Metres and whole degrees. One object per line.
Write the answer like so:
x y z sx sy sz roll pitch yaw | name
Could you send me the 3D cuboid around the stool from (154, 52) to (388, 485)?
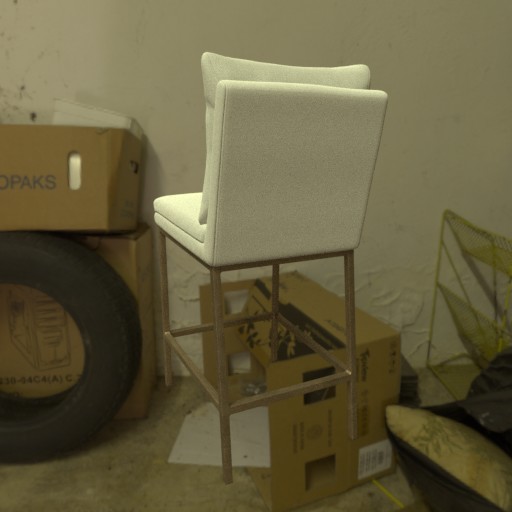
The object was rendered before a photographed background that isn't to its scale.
0.000 0.000 1.313 0.463 1.032 0.572 -7 17 -25 | stool
